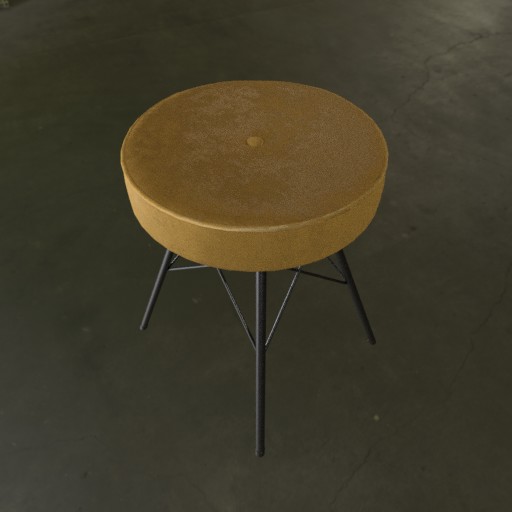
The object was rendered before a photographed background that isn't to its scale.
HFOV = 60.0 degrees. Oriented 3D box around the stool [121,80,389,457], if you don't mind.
[{"bbox_3d":[0.000,0.000,0.924,0.438,0.595,0.472,-33,55,-27],"label":"stool"}]
